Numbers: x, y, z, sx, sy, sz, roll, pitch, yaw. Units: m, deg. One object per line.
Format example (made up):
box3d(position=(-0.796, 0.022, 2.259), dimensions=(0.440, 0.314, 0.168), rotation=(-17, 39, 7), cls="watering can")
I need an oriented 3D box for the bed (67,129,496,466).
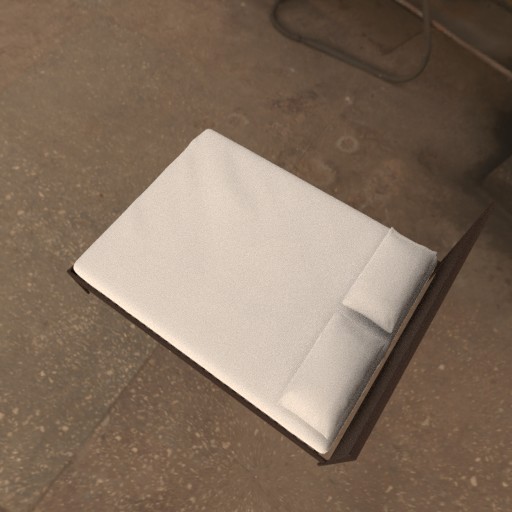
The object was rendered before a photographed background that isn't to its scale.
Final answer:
box3d(position=(0.000, 0.000, 2.935), dimensions=(2.122, 1.173, 1.572), rotation=(32, 68, 15), cls="bed")
